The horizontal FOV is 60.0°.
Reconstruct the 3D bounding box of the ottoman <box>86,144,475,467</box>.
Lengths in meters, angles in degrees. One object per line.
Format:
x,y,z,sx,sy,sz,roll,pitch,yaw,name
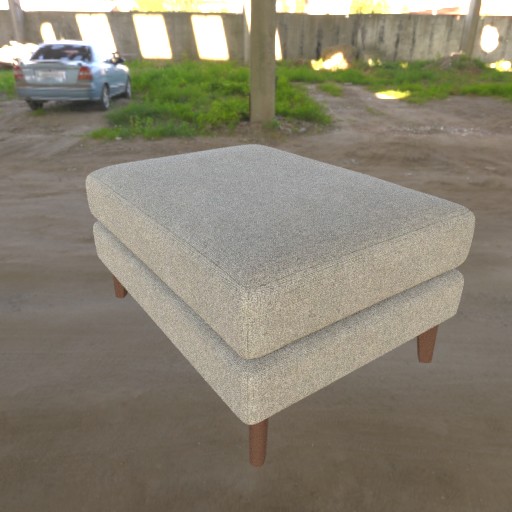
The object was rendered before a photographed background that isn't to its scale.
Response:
0.000,0.000,1.160,0.611,0.441,0.821,-17,31,-31,ottoman
